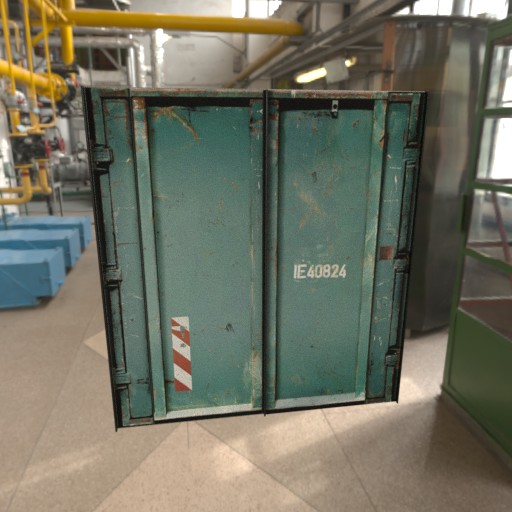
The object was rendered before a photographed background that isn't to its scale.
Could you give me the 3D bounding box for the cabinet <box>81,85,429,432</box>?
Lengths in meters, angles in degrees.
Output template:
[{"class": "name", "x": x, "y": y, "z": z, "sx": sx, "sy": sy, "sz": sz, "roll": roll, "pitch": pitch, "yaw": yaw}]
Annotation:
[{"class": "cabinet", "x": 0.000, "y": 0.000, "z": 3.122, "sx": 2.000, "sy": 2.160, "sz": 0.680, "roll": -3, "pitch": 16, "yaw": -9}]
